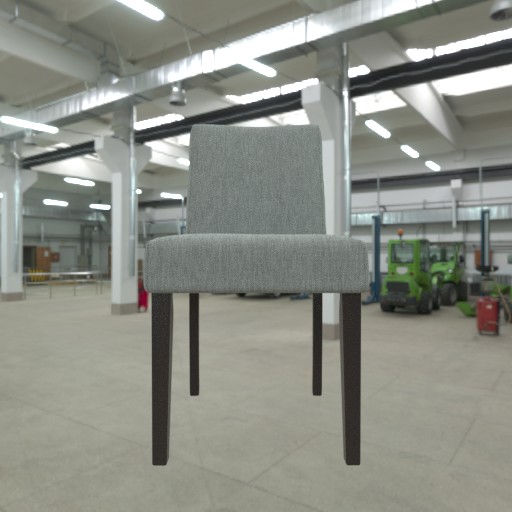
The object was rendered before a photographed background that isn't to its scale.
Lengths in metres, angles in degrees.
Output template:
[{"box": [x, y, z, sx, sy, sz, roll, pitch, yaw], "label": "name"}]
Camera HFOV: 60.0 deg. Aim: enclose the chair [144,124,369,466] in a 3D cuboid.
[{"box": [0.000, 0.000, 1.232, 0.487, 0.884, 0.629, 0, 0, 0], "label": "chair"}]
